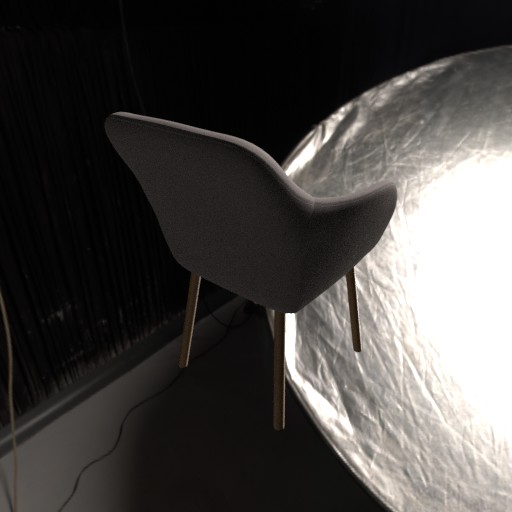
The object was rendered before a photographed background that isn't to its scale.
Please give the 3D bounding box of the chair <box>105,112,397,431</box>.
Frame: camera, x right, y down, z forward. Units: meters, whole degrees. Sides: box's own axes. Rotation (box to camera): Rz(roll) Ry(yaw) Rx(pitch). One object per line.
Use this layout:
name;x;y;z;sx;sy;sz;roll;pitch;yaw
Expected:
chair;0.000;0.000;1.214;0.570;0.830;0.590;22;37;32
